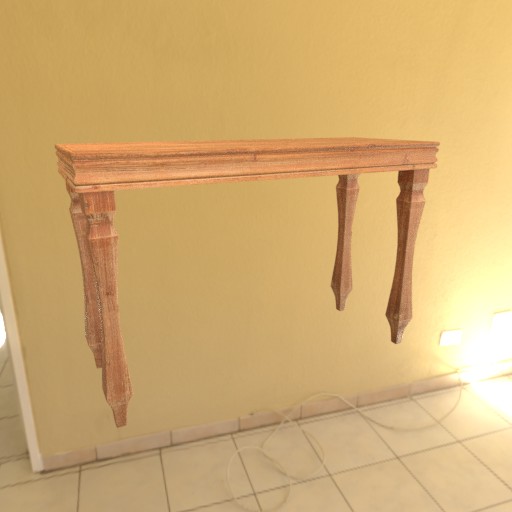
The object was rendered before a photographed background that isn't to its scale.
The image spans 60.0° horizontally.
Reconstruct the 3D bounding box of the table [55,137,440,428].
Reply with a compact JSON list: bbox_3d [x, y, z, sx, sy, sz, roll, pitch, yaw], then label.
[{"bbox_3d":[0.000,0.000,1.764,1.330,0.873,0.522,-9,19,-26],"label":"table"}]
